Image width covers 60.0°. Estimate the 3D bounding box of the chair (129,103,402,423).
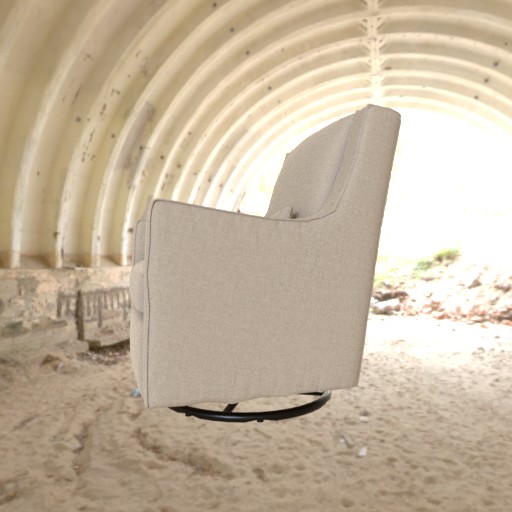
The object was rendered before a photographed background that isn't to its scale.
[{"bbox_3d":[0.000,0.000,1.623,0.879,0.993,0.732,0,-1,-19],"label":"chair"}]
